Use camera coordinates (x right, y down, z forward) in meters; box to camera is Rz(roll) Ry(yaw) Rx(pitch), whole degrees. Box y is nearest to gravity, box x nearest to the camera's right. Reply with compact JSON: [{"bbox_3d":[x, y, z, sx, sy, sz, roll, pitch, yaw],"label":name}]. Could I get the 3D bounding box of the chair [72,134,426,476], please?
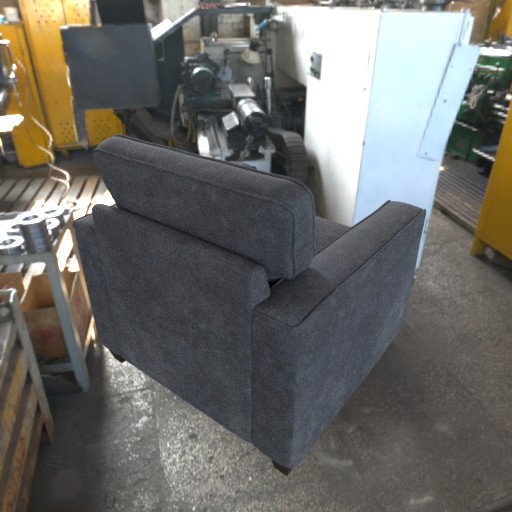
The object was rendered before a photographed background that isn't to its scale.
[{"bbox_3d":[0.000,0.000,1.745,1.015,0.965,0.939,21,36,32],"label":"chair"}]
